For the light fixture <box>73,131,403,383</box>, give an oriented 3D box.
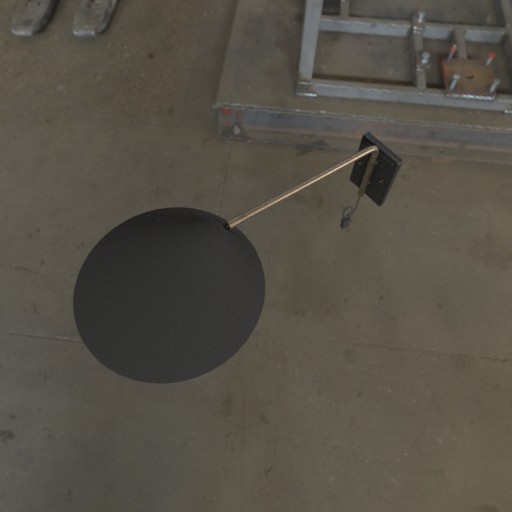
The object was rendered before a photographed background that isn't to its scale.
[{"bbox_3d":[0.000,0.000,0.670,0.516,0.312,0.240,-35,68,-17],"label":"light fixture"}]
